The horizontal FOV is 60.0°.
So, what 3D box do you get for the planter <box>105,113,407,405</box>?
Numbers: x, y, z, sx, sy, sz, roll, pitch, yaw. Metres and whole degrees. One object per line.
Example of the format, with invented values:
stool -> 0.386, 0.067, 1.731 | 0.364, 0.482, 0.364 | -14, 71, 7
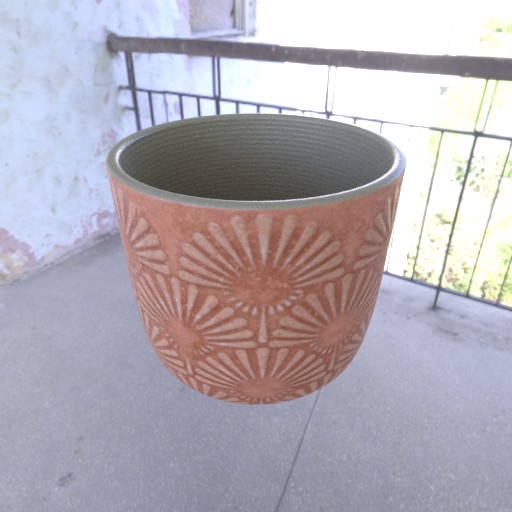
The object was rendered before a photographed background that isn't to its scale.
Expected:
planter -> 0.000, 0.000, 0.217 | 0.124, 0.109, 0.124 | 0, 31, 0
